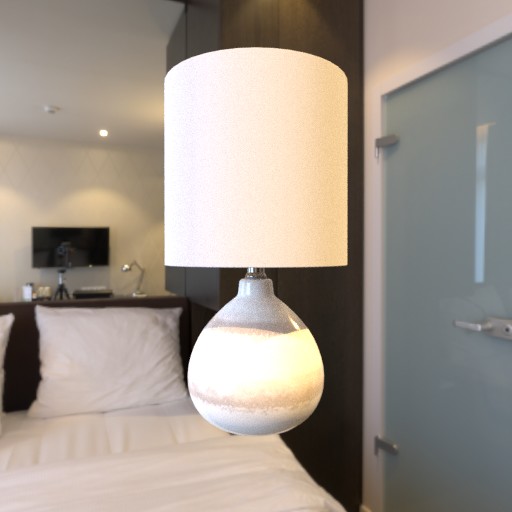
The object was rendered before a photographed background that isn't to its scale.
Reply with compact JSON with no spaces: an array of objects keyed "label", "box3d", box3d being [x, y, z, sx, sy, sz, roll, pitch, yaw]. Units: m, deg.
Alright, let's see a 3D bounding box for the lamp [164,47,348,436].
[{"label":"lamp","box3d":[0.000,0.000,0.537,0.217,0.404,0.217,0,1,36]}]
